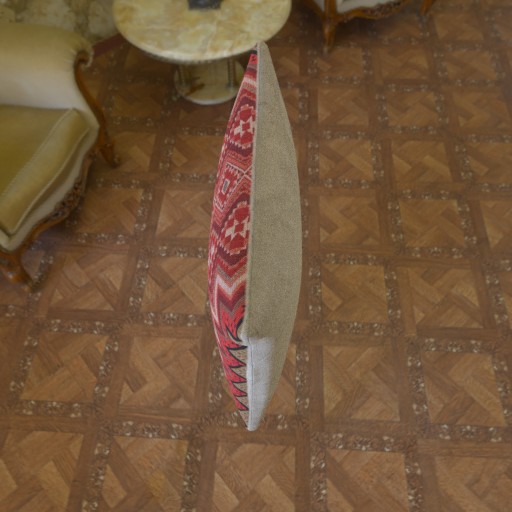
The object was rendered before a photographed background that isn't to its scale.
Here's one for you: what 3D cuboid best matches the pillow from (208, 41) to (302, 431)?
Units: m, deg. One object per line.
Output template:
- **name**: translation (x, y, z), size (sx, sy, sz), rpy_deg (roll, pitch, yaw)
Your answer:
- **pillow**: translation (0.000, 0.000, 0.797), size (0.158, 0.511, 0.513), rpy_deg (2, 58, 1)
